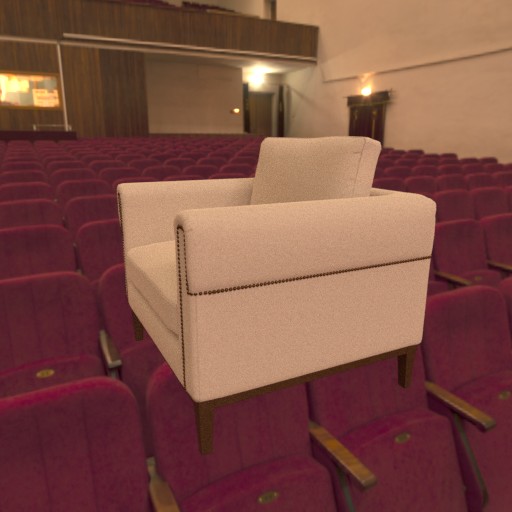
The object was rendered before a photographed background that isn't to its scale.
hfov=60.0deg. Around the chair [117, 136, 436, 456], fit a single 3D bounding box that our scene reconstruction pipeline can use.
[{"bbox_3d":[0.000,0.000,1.756,0.896,0.915,0.982,-7,16,-26],"label":"chair"}]
